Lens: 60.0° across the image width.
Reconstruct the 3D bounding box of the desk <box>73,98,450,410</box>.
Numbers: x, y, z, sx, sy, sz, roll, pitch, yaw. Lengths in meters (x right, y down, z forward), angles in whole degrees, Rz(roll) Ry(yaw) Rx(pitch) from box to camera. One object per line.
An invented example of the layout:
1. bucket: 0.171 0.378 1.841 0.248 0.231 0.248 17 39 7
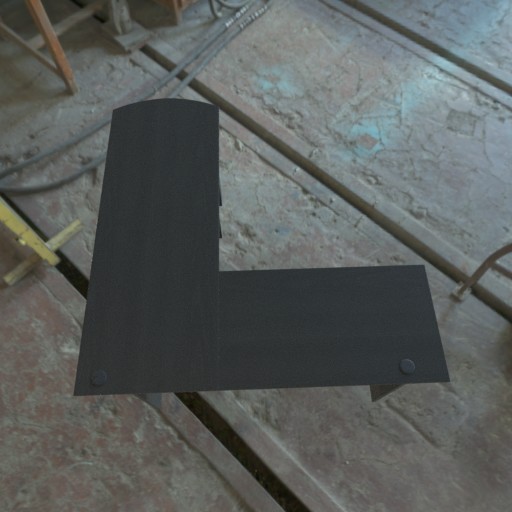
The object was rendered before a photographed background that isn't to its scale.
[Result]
1. desk: 0.000 0.000 2.146 1.303 0.716 1.361 -2 64 -1
